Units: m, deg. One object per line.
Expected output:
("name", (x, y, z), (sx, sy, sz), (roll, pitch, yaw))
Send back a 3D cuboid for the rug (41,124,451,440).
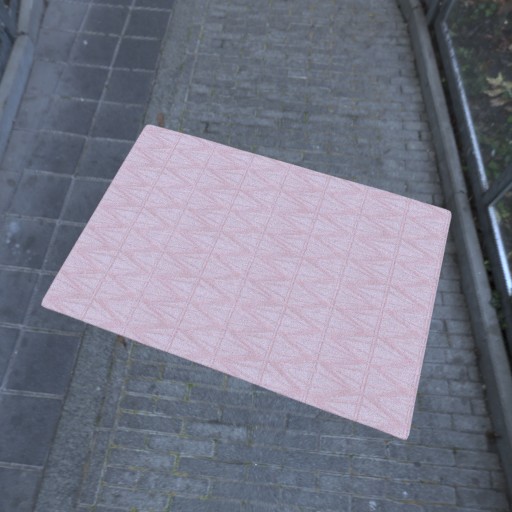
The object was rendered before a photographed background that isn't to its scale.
("rug", (0.000, 0.000, 2.993), (2.390, 0.015, 1.609), (18, 66, 8))
